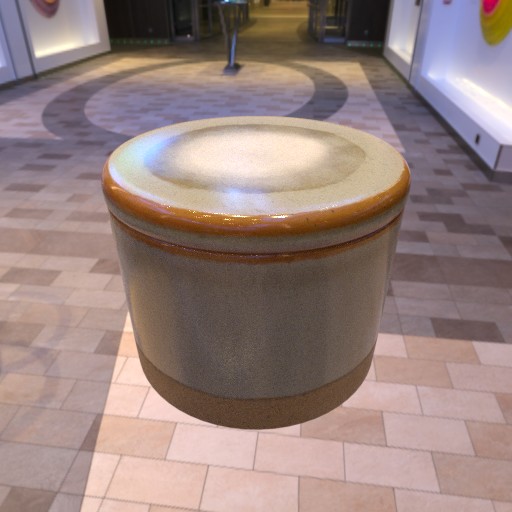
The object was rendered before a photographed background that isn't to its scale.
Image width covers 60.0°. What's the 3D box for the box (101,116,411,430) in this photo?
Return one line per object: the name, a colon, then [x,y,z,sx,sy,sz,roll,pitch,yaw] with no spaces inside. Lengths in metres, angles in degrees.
box: [0.000,0.000,0.206,0.123,0.100,0.123,0,31,0]
